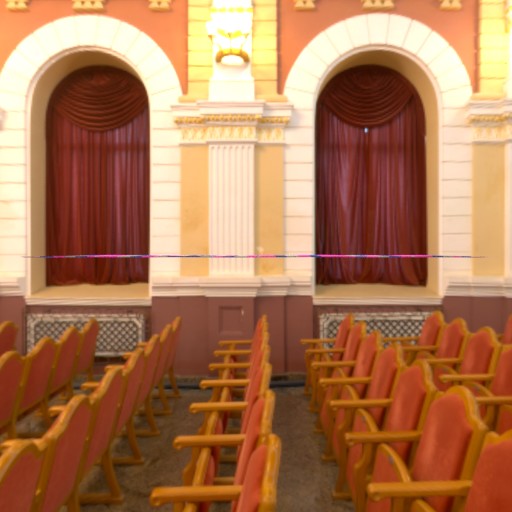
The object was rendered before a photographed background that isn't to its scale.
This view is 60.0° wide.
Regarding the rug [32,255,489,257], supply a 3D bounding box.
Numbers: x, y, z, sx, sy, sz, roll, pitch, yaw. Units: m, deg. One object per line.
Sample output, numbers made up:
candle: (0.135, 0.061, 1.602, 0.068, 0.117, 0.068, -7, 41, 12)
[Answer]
rug: (0.000, 0.000, 2.956, 2.350, 0.013, 1.539, 0, 0, 1)
